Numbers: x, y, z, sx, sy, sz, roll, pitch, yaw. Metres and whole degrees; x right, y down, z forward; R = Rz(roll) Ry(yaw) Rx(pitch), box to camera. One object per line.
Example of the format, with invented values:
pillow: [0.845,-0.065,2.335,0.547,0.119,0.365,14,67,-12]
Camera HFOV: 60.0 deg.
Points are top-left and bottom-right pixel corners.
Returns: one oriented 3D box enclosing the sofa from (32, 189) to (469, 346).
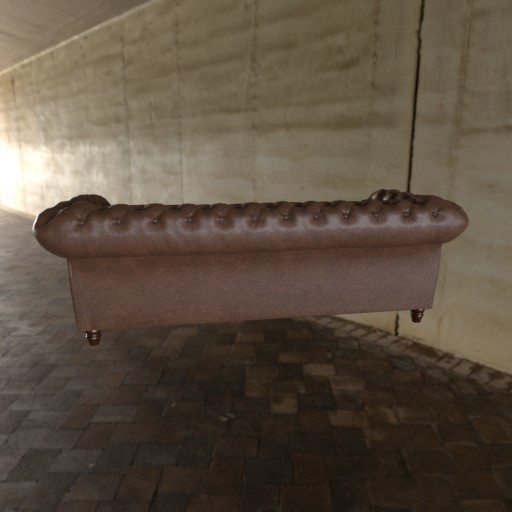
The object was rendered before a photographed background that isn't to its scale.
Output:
sofa: [0.000,0.000,2.785,2.385,0.783,0.944,-2,13,-10]
